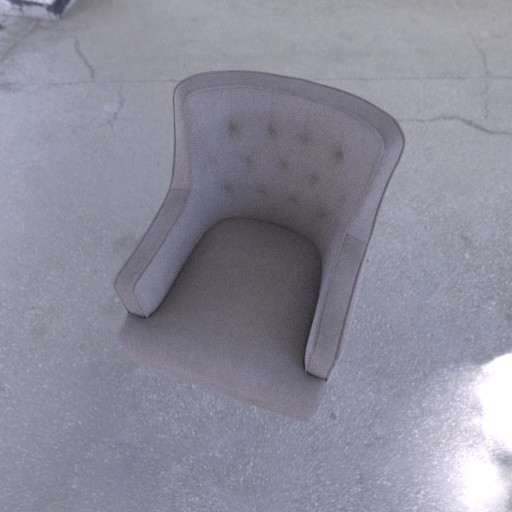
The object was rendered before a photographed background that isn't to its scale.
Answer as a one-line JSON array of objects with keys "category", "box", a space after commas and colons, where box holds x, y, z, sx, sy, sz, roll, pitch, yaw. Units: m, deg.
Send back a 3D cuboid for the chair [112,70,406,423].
[{"category": "chair", "box": [0.000, 0.000, 1.636, 0.781, 0.919, 0.910, 17, 60, 10]}]
